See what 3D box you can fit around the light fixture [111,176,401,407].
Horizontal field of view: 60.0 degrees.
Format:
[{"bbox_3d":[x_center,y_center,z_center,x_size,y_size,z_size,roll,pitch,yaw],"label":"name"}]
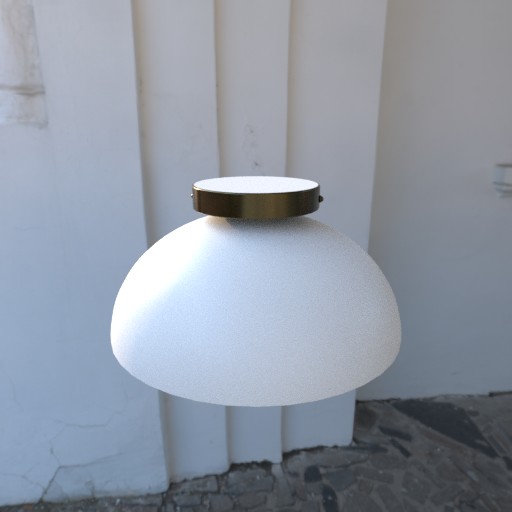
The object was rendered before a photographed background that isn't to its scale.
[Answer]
[{"bbox_3d":[0.000,0.000,0.543,0.355,0.177,0.355,0,17,0],"label":"light fixture"}]
